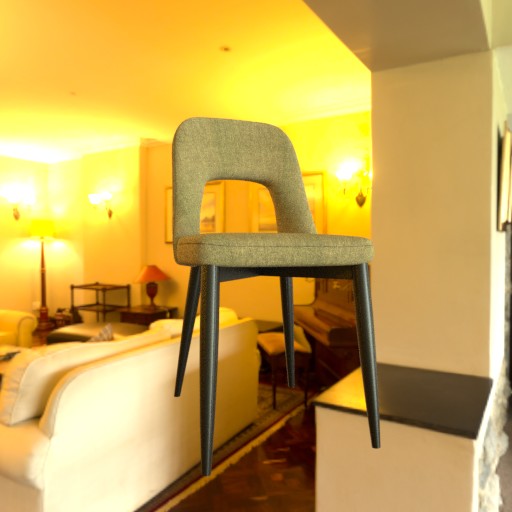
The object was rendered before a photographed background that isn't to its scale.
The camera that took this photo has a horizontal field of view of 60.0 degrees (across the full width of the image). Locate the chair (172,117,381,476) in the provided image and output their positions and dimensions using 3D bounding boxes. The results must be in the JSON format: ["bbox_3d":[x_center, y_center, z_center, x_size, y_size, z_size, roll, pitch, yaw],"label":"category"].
[{"bbox_3d":[0.000,0.000,1.275,0.470,0.931,0.612,0,1,-18],"label":"chair"}]
